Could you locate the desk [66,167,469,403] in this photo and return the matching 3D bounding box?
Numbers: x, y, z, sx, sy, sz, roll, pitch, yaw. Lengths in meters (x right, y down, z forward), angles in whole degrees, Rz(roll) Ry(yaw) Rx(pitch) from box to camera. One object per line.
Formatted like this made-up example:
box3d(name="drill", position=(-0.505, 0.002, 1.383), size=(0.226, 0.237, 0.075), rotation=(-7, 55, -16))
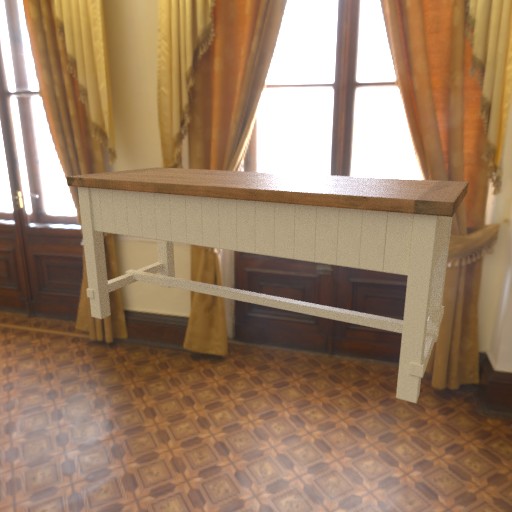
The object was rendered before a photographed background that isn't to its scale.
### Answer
box3d(name="desk", position=(0.000, 0.000, 2.217), size=(1.803, 0.762, 0.688), rotation=(8, 18, 27))
